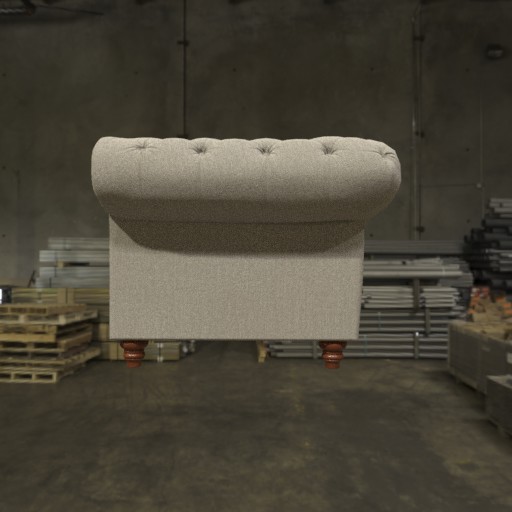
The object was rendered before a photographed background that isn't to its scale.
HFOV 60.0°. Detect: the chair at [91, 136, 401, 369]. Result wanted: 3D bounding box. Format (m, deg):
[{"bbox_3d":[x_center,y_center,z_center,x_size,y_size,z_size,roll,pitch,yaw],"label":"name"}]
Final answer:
[{"bbox_3d":[0.000,0.000,1.928,0.976,0.770,1.270,0,0,2],"label":"chair"}]
